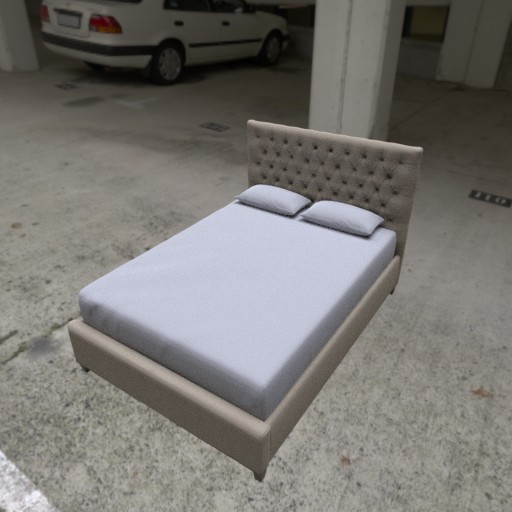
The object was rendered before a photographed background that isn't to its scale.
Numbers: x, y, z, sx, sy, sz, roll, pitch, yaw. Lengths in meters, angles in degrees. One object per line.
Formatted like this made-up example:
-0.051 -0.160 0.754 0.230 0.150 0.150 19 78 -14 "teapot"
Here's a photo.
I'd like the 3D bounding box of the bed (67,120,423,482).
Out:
0.000 0.000 3.463 1.698 1.427 2.387 19 35 29 "bed"
